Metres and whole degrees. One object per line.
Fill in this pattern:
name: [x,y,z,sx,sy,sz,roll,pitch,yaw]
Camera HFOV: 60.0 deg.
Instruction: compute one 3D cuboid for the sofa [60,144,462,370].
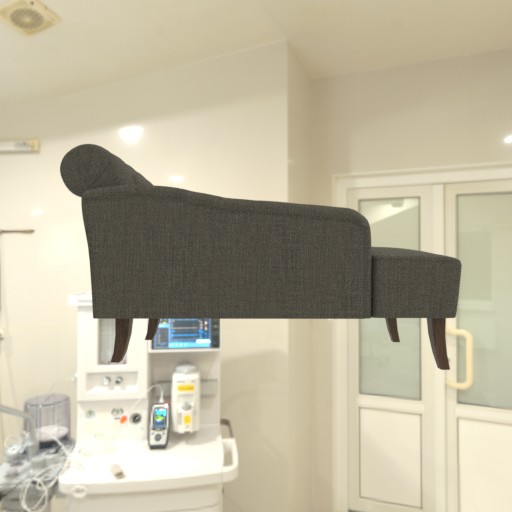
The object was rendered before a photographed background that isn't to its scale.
sofa: [0.000,0.000,1.801,1.379,0.787,0.675,0,-1,0]
